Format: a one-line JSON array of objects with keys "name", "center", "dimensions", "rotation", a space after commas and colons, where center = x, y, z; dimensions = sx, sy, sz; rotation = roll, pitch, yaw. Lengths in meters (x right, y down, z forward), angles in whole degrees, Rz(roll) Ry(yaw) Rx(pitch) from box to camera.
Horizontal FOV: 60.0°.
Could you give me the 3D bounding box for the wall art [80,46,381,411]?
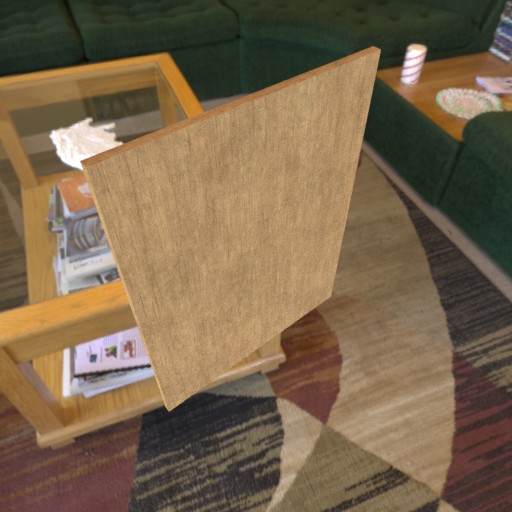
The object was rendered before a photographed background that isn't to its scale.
[{"name": "wall art", "center": [0.000, 0.000, 0.896], "dimensions": [0.534, 0.686, 0.018], "rotation": [-31, 54, -25]}]
